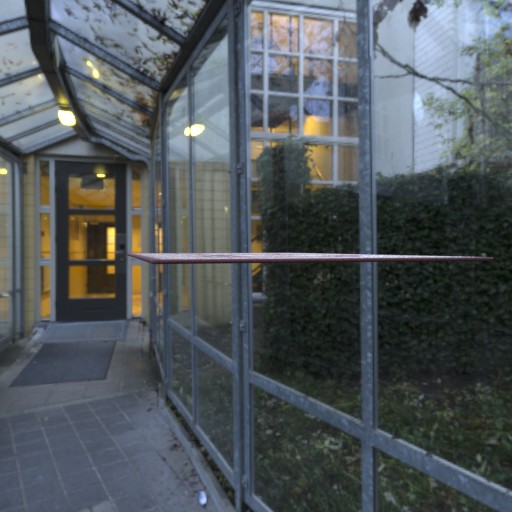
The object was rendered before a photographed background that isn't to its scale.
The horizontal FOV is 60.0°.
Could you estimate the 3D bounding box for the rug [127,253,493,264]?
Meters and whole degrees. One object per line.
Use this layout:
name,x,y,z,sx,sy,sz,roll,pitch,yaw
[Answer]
rug,0.000,0.000,5.725,3.033,0.033,4.578,0,1,-18
